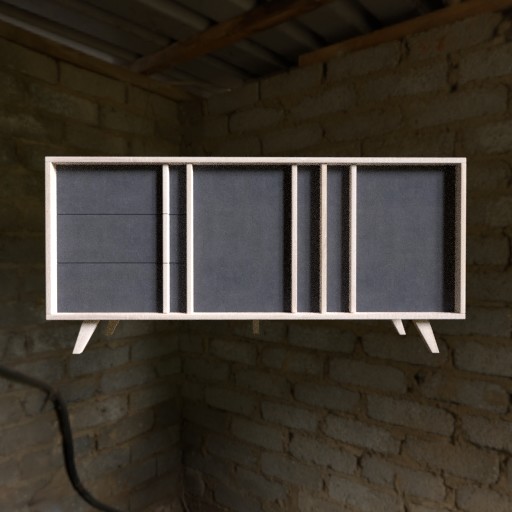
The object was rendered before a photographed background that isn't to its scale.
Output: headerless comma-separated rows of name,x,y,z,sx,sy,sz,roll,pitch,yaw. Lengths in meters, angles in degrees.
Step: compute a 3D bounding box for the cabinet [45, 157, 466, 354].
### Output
cabinet,0.000,0.000,1.991,1.650,0.780,0.500,0,1,-1
